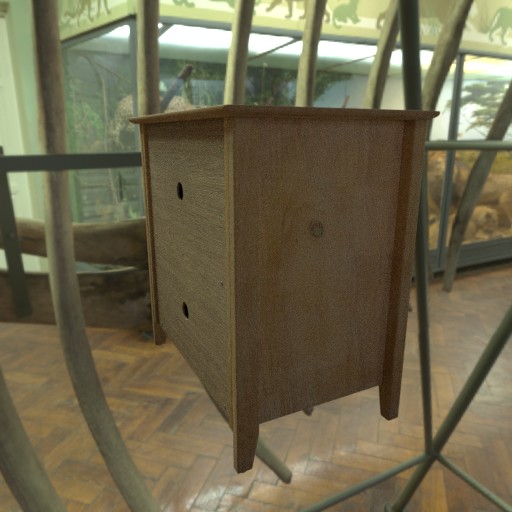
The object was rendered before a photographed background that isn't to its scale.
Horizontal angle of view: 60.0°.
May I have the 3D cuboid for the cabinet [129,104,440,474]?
[{"bbox_3d":[0.000,0.000,1.258,0.503,0.762,0.763,-8,17,-26],"label":"cabinet"}]
